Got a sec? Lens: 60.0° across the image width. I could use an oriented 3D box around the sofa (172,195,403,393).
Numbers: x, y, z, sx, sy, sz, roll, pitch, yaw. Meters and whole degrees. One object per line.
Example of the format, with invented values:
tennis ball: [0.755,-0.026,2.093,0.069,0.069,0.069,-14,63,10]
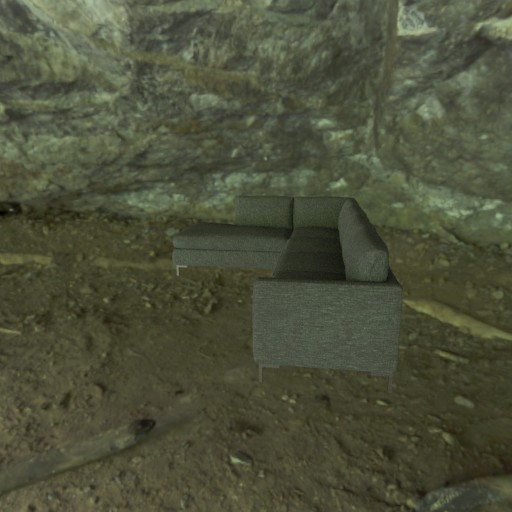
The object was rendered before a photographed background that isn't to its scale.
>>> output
sofa: [0.000,0.000,3.883,2.007,0.815,2.949,2,13,8]
